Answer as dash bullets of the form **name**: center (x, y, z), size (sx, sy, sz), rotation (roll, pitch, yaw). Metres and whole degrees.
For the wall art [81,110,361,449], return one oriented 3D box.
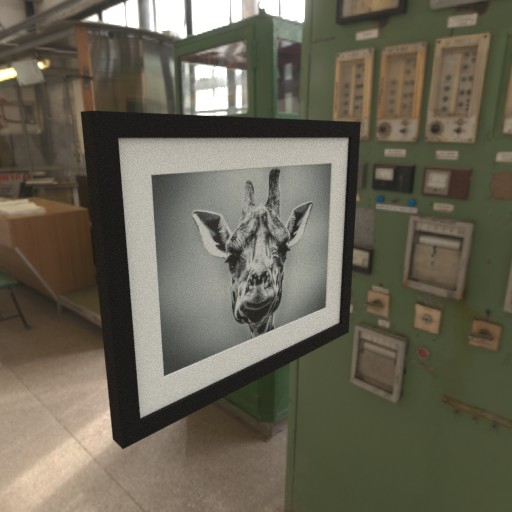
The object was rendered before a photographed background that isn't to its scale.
- **wall art**: center (0.000, 0.000, 0.768), size (0.558, 0.457, 0.031), rotation (-14, 21, -42)
